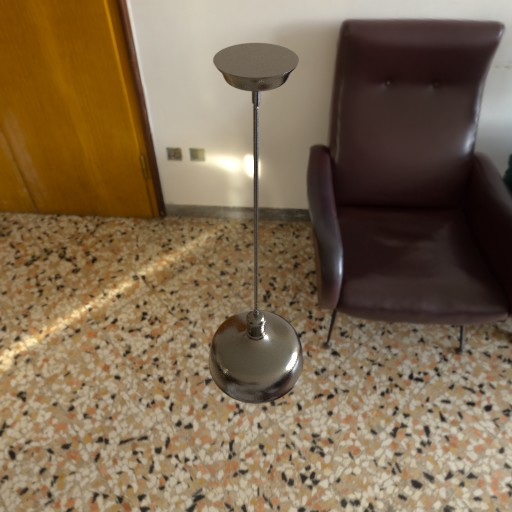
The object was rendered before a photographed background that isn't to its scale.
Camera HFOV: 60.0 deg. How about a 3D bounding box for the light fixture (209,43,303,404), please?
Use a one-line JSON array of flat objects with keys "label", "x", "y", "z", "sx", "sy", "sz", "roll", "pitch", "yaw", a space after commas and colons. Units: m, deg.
[{"label": "light fixture", "x": 0.000, "y": 0.000, "z": 1.070, "sx": 0.299, "sy": 0.935, "sz": 0.299, "roll": -24, "pitch": 50, "yaw": -22}]
